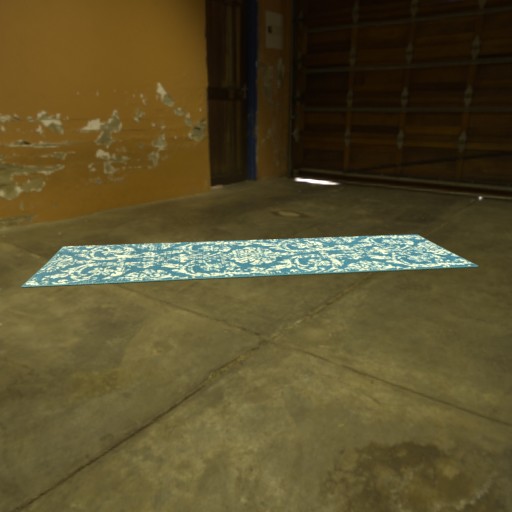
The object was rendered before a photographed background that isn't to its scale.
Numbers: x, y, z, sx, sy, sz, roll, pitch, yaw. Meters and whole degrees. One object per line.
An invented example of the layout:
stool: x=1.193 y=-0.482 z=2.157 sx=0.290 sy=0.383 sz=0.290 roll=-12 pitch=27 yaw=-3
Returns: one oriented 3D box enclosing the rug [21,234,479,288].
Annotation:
rug: x=0.000 y=0.000 z=2.421 sx=2.196 sy=0.011 sz=0.662 roll=-2 pitch=17 yaw=-7
